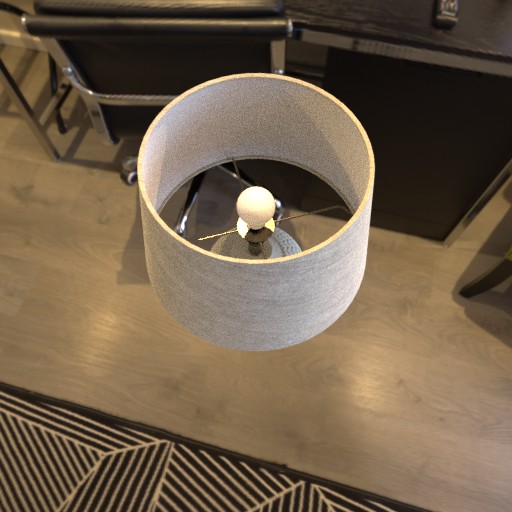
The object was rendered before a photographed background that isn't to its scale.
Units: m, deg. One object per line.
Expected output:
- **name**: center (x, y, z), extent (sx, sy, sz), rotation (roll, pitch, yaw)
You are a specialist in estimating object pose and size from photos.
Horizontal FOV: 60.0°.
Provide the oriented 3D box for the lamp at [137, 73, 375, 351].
- **lamp**: center (0.000, 0.000, 0.837), extent (0.390, 0.580, 0.390), rotation (0, 64, 0)
